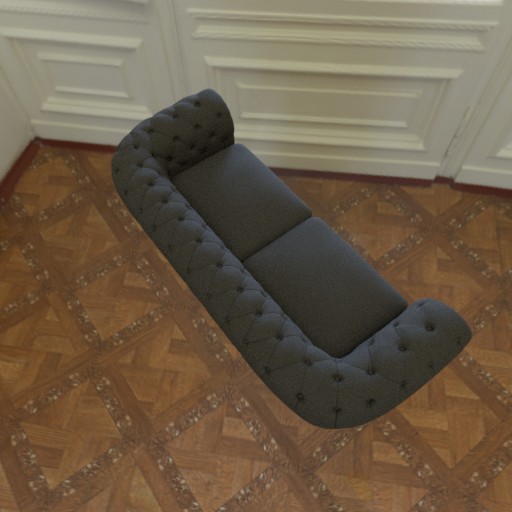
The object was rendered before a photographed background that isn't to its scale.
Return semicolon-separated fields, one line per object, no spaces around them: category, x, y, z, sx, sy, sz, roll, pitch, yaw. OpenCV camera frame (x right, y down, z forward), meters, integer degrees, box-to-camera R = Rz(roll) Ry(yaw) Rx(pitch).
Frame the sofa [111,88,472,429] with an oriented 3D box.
sofa;0.000;0.000;2.773;0.991;0.762;2.362;-34;65;-18
